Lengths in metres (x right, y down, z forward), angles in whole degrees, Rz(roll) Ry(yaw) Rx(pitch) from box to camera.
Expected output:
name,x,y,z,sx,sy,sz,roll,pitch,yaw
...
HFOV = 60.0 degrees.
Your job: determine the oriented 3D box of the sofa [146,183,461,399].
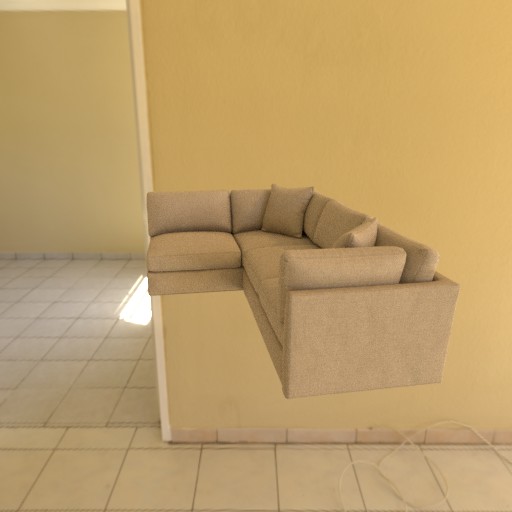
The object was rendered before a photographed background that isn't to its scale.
name,x,y,z,sx,sy,sz,roll,pitch,yaw
sofa,0.000,0.000,3.906,1.994,0.978,2.896,-3,17,-9
